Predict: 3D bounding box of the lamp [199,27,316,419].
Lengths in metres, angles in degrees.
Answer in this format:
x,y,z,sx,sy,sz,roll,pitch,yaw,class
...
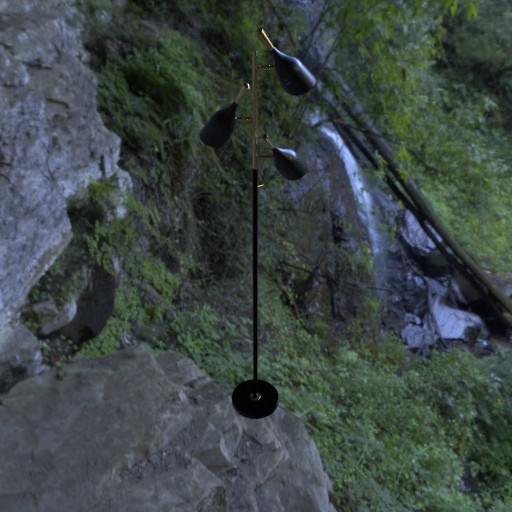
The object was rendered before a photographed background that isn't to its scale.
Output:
x,y,z,sx,sy,sz,roll,pitch,yaw,class
0.000,0.000,1.932,0.434,1.778,0.253,-1,30,-1,lamp
